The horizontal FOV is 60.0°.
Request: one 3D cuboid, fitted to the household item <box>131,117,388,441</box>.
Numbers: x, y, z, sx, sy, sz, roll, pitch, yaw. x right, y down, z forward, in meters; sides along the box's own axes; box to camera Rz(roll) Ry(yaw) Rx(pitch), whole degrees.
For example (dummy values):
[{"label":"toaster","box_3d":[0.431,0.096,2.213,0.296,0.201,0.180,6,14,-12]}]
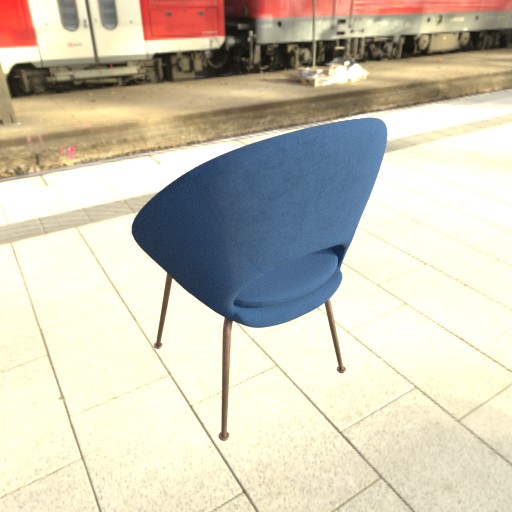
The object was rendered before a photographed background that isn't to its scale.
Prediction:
[{"label":"household item","box_3d":[0.000,0.000,1.255,0.623,0.852,0.573,-19,36,-29]}]
